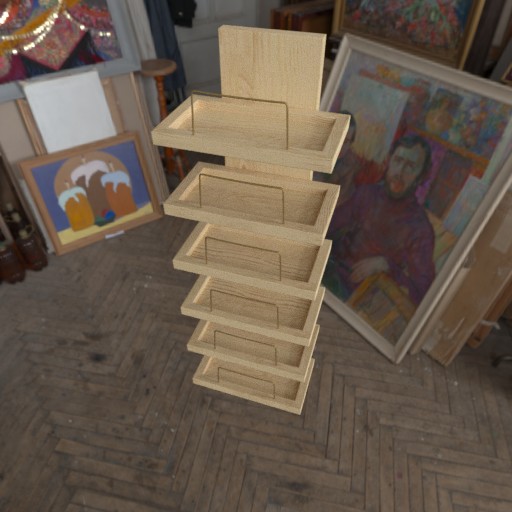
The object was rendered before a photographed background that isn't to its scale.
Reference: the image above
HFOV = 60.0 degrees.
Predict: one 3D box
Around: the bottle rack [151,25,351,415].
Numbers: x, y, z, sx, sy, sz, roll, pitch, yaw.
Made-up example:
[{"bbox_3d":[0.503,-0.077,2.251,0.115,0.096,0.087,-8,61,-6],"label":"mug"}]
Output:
[{"bbox_3d":[0.000,0.000,1.056,0.330,0.943,0.206,12,43,13],"label":"bottle rack"}]
